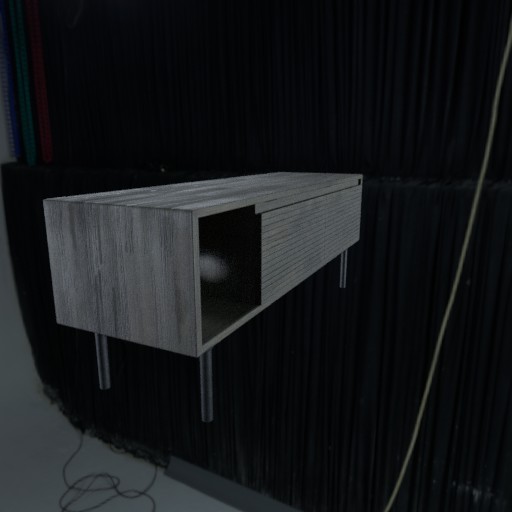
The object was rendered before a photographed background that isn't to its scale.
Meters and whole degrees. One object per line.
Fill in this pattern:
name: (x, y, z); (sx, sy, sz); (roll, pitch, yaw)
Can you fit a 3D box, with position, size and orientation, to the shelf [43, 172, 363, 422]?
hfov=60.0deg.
shelf: (0.000, 0.000, 1.511); (0.400, 0.495, 1.300); (7, 15, 26)
